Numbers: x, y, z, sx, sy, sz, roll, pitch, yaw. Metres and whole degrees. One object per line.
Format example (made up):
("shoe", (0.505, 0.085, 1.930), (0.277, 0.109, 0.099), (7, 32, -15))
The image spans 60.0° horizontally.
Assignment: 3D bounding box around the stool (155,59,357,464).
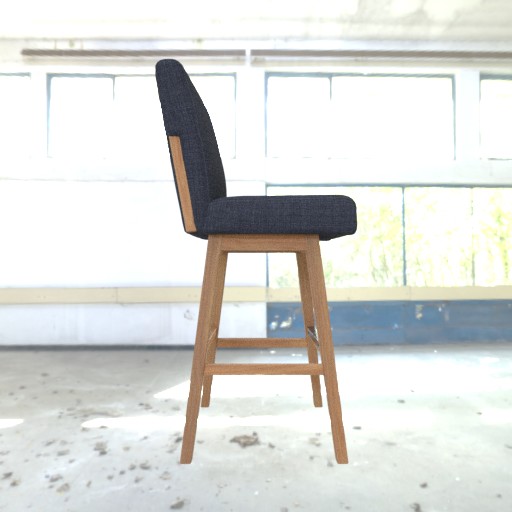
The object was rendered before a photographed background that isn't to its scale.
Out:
("stool", (0.000, 0.000, 1.423), (0.570, 1.112, 0.483), (0, 0, 0))
